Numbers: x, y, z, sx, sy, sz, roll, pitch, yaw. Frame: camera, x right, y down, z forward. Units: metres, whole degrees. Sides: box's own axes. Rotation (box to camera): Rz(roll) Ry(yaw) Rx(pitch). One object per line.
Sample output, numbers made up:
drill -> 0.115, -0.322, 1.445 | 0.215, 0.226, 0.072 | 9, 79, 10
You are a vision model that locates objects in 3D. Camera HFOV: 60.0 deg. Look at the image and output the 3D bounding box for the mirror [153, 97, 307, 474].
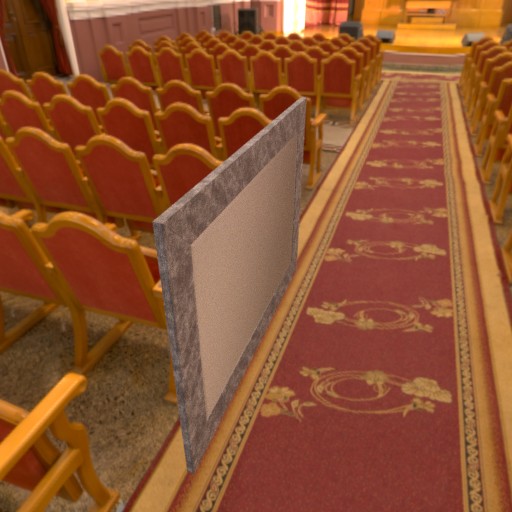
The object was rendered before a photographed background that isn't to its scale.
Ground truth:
mirror -> 0.000, 0.000, 1.481 | 0.022, 0.795, 1.101 | 11, 34, 17
